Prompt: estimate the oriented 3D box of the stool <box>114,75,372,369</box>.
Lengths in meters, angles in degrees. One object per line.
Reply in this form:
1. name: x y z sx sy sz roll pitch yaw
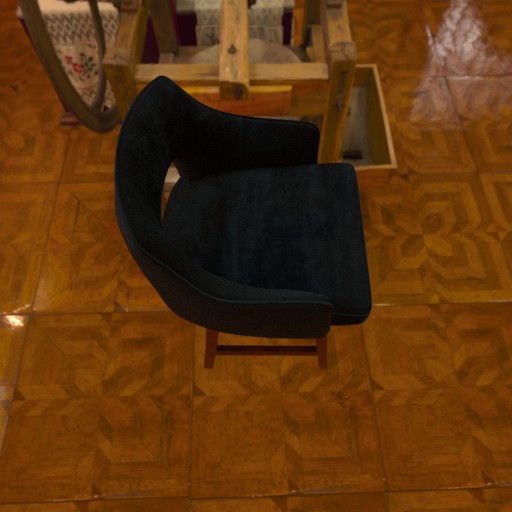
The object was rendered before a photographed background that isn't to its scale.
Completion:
1. stool: 0.000 0.000 1.270 0.560 0.940 0.550 0 62 0
